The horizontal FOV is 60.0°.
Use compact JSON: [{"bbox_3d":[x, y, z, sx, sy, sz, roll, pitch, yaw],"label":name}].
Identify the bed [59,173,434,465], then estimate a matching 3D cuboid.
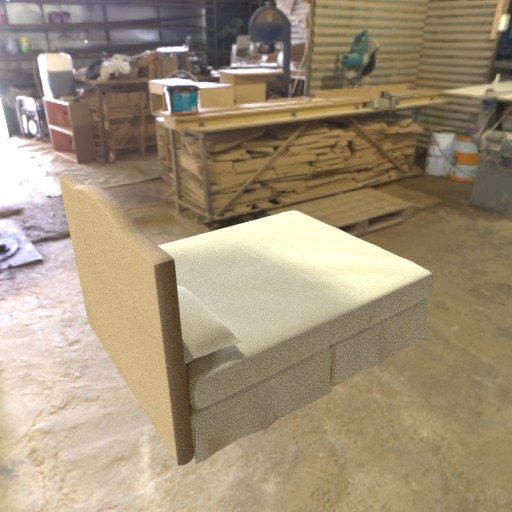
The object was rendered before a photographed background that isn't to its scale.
[{"bbox_3d":[0.000,0.000,3.428,2.282,1.436,1.821,-18,32,-31],"label":"bed"}]
